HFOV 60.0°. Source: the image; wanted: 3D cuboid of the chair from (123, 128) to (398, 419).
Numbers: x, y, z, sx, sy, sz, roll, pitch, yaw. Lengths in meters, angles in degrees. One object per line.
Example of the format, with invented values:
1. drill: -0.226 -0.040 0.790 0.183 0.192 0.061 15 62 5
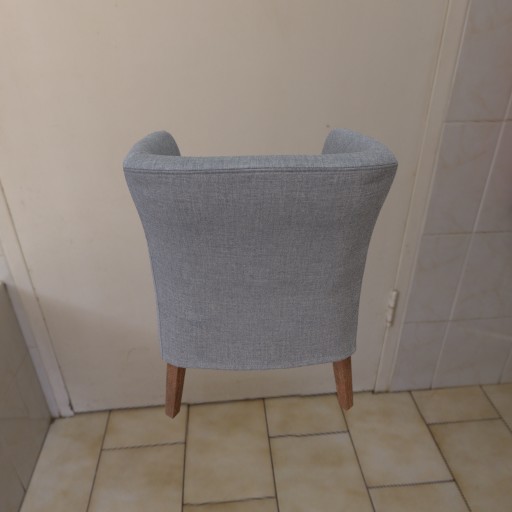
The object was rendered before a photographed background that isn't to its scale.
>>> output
1. chair: 0.000 0.000 1.263 0.600 0.771 0.668 -2 31 -3
